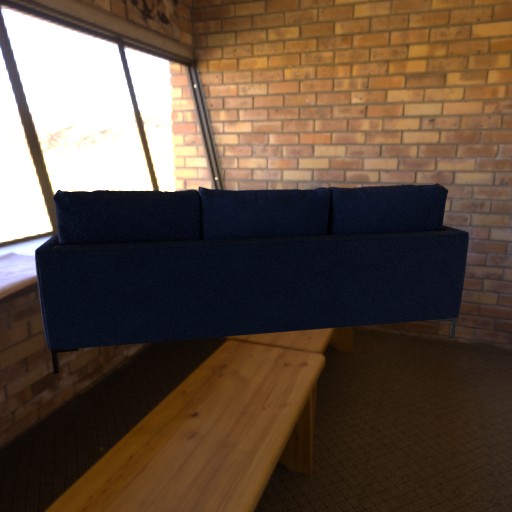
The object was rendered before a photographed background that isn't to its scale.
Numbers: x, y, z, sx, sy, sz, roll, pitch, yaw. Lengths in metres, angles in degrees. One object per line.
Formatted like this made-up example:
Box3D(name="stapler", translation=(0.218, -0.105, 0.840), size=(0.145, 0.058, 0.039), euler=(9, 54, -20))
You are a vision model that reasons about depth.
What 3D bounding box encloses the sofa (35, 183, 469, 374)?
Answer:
Box3D(name="sofa", translation=(0.000, 0.000, 2.667), size=(2.252, 0.879, 0.875), euler=(-3, 14, -11))
